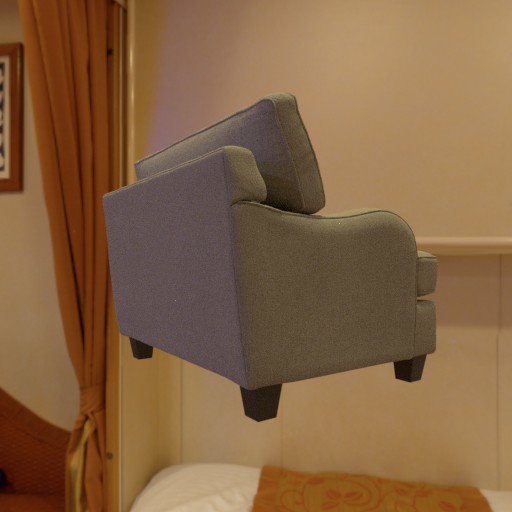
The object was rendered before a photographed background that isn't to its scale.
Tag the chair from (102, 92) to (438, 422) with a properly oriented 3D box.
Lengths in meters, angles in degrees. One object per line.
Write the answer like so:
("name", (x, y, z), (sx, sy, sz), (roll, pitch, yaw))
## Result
("chair", (0.000, 0.000, 2.004), (1.041, 1.016, 1.220), (0, 0, -35))
